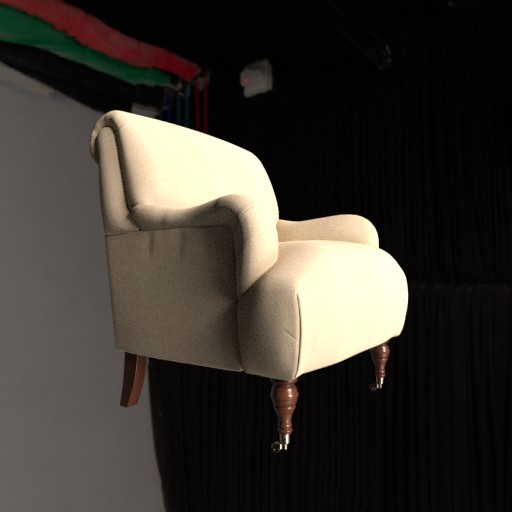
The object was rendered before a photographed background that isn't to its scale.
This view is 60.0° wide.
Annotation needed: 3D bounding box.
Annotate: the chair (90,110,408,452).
[{"bbox_3d":[0.000,0.000,1.486,0.842,0.944,0.766,0,0,36],"label":"chair"}]
